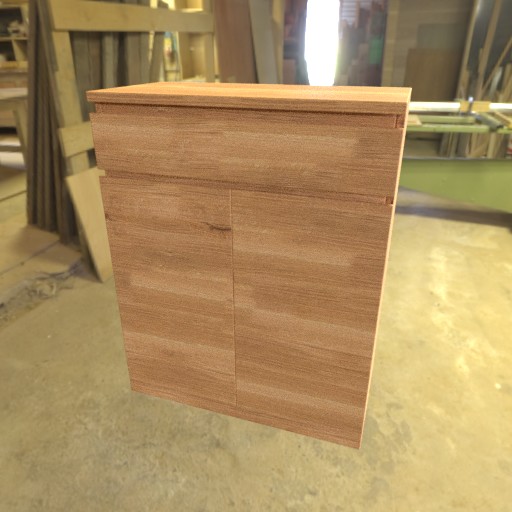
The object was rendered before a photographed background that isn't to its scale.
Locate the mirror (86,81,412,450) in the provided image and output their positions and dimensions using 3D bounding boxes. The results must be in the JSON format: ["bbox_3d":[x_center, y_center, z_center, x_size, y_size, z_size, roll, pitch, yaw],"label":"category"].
[{"bbox_3d":[0.000,0.000,1.418,0.800,1.000,0.400,8,26,17],"label":"mirror"}]
